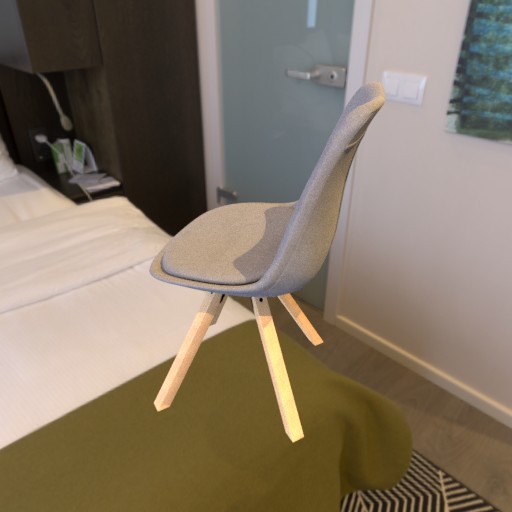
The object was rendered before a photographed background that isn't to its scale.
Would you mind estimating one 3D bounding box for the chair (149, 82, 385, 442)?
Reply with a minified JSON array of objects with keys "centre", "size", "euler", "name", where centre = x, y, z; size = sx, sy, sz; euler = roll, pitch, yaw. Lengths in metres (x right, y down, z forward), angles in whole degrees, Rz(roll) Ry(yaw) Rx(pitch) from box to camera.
[{"centre":[0.000,0.000,1.184],"size":[0.549,0.863,0.474],"euler":[8,32,14],"name":"chair"}]
